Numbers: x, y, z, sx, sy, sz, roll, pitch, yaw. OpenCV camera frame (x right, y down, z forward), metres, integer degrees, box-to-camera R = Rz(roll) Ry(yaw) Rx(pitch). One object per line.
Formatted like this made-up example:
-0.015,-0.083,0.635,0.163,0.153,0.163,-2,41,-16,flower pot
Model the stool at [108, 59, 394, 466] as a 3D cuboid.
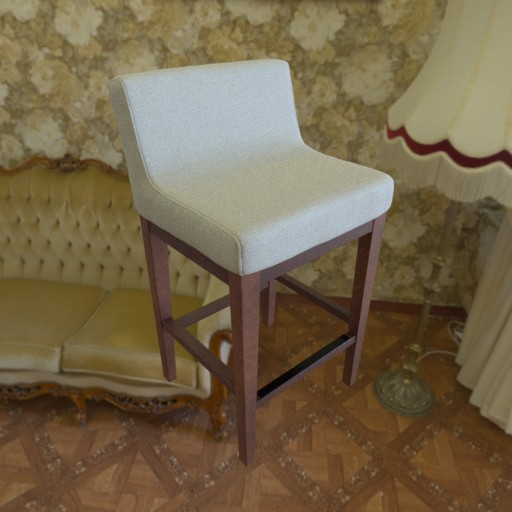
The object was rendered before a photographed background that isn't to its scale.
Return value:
0.000,0.000,1.219,0.511,0.937,0.500,-23,38,-34,stool
